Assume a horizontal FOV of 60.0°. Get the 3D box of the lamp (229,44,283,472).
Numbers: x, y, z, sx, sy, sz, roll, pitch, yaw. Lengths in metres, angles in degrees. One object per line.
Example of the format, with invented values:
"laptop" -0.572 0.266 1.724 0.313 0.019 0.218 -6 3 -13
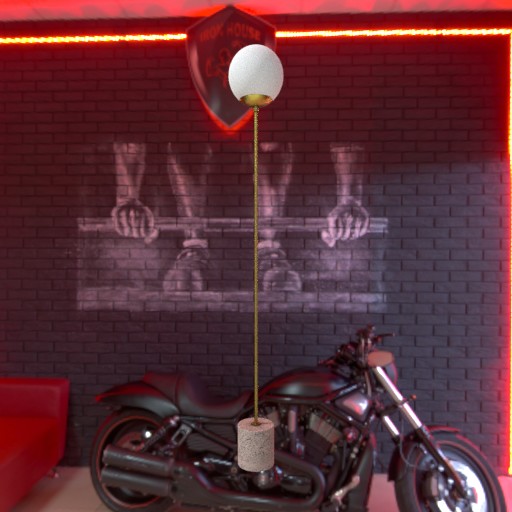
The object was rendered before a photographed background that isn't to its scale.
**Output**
"lamp" 0.000 0.000 1.864 0.229 1.748 0.229 0 1 35
